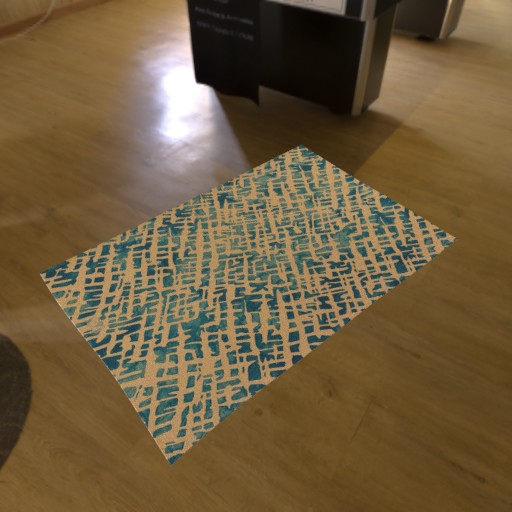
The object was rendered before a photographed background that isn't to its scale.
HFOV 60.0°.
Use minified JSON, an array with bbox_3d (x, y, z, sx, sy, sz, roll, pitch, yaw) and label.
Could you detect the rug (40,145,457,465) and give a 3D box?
[{"bbox_3d":[0.000,0.000,2.310,1.830,0.011,1.209,-31,54,-26],"label":"rug"}]
